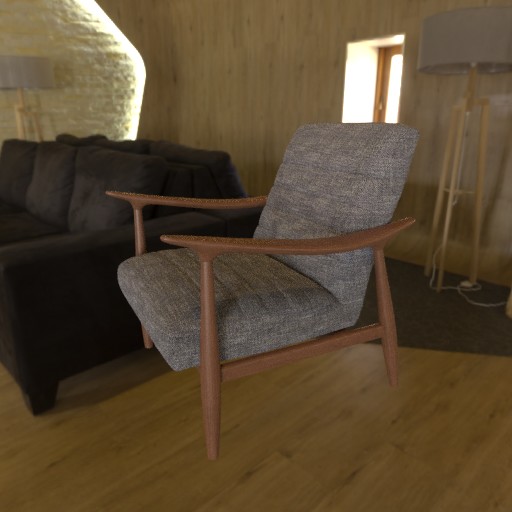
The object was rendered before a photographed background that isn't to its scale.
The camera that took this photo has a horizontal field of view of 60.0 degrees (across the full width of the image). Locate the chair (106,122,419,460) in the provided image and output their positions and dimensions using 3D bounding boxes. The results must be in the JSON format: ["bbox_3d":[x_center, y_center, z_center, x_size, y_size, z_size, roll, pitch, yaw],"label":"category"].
[{"bbox_3d":[0.000,0.000,1.442,0.798,0.832,0.741,-9,19,-26],"label":"chair"}]
